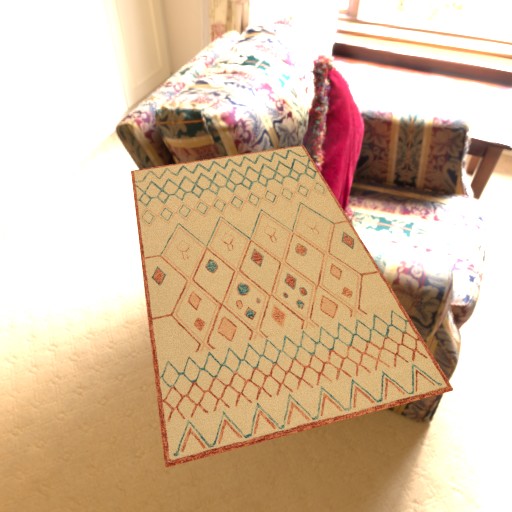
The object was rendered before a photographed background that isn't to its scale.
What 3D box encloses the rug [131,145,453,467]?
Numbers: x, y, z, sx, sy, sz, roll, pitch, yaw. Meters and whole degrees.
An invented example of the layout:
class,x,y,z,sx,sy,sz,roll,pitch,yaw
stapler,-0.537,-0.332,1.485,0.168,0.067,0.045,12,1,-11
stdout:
class,x,y,z,sx,sy,sz,roll,pitch,yaw
rug,0.000,0.000,3.026,1.524,0.015,2.438,-11,47,-10
